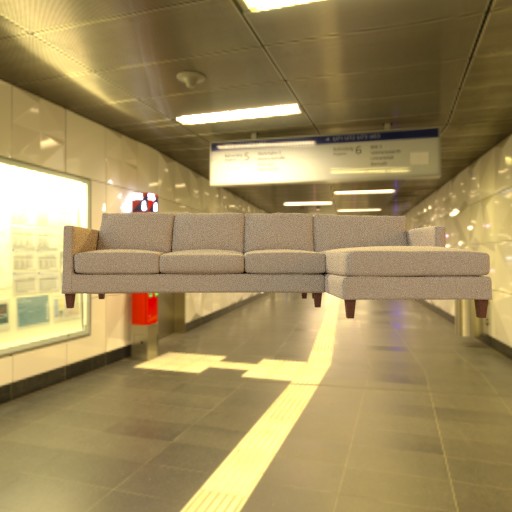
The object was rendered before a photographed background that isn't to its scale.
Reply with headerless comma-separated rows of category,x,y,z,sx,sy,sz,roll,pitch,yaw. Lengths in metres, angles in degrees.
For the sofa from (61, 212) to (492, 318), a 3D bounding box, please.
sofa,0.000,0.000,3.771,3.186,0.861,1.625,0,0,-2
